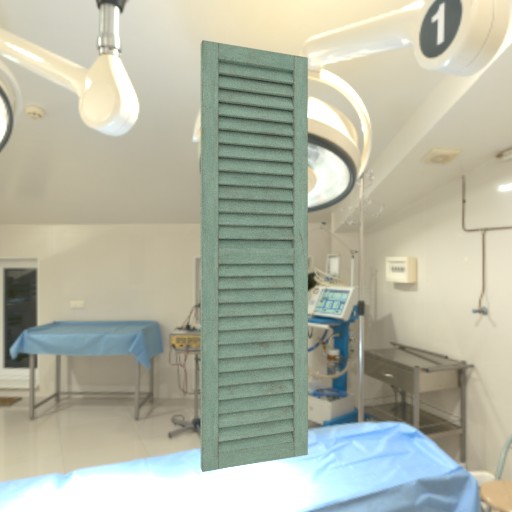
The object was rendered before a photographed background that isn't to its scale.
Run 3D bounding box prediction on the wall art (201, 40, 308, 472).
[{"bbox_3d":[0.000,0.000,1.316,0.329,1.219,0.025,0,0,-20],"label":"wall art"}]
